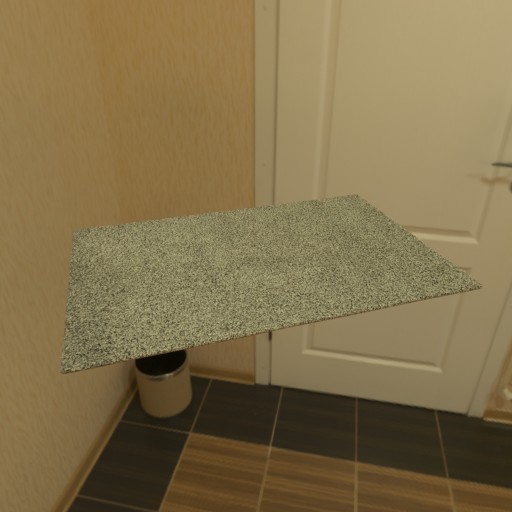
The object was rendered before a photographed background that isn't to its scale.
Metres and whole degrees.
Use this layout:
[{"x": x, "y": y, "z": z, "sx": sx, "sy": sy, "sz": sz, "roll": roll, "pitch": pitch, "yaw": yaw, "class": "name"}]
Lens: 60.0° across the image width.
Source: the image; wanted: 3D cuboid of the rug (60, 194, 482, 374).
[{"x": 0.000, "y": 0.000, "z": 3.442, "sx": 2.743, "sy": 0.030, "sz": 1.778, "roll": -9, "pitch": 31, "yaw": -15, "class": "rug"}]
